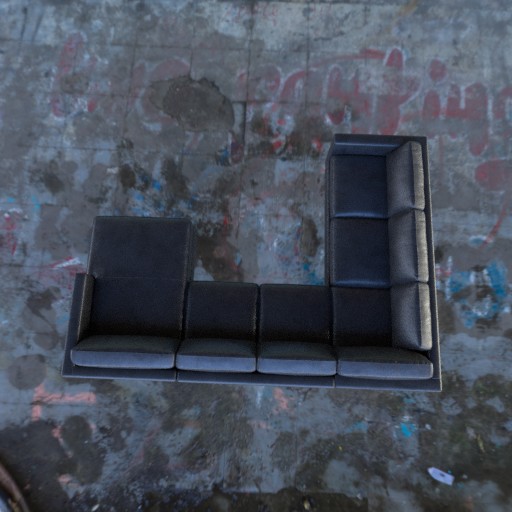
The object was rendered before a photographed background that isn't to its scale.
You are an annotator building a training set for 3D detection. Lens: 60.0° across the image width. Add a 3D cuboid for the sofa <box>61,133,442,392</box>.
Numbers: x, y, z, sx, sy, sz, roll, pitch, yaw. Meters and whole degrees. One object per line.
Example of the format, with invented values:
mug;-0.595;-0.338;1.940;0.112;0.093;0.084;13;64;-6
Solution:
sofa;0.000;0.000;4.418;3.324;0.891;2.452;2;76;1
